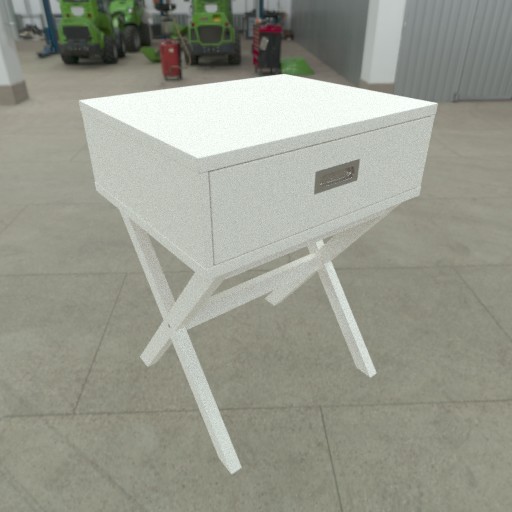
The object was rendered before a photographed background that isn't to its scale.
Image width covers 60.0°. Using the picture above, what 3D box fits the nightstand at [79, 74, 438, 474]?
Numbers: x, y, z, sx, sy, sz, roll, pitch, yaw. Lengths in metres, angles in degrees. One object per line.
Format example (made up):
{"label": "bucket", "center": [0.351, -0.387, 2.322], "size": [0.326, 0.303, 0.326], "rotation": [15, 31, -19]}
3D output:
{"label": "nightstand", "center": [0.000, 0.000, 0.928], "size": [0.479, 0.623, 0.402], "rotation": [-22, 37, -32]}
